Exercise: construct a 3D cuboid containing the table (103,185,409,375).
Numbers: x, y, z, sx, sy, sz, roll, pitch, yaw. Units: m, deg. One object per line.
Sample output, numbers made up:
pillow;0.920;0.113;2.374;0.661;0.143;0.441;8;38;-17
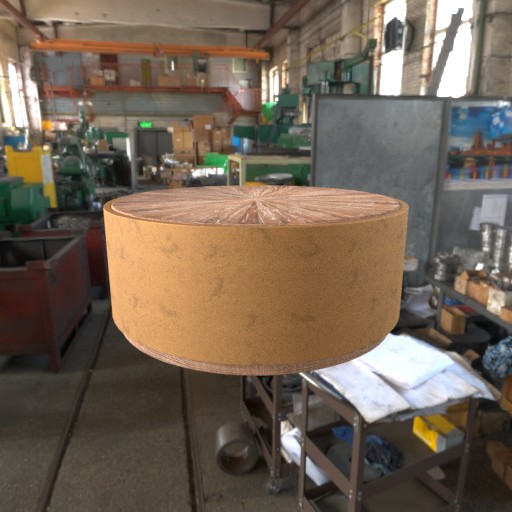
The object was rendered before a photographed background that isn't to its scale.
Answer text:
table;0.000;0.000;1.580;1.001;0.409;1.001;0;15;0
